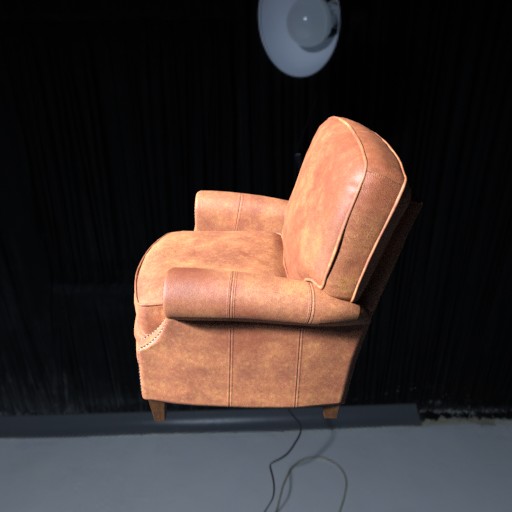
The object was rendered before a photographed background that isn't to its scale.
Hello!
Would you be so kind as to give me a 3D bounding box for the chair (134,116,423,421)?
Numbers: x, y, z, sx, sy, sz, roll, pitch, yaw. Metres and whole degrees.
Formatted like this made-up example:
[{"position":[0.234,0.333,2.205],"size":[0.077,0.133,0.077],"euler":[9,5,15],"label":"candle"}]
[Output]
[{"position":[0.000,0.000,1.754],"size":[0.986,1.018,0.936],"euler":[0,26,0],"label":"chair"}]
